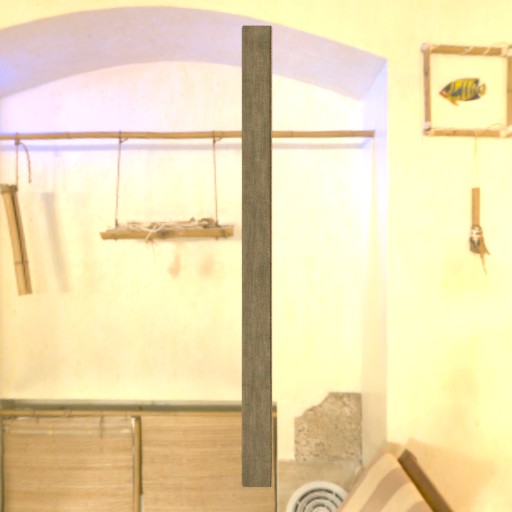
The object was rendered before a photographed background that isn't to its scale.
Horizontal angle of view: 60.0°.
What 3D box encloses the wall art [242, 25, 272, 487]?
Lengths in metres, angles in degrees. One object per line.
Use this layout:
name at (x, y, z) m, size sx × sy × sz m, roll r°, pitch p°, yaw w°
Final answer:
wall art at (0.000, 0.000, 1.095) m, size 0.050 × 0.751 × 0.749 m, roll 0°, pitch 0°, yaw 0°
